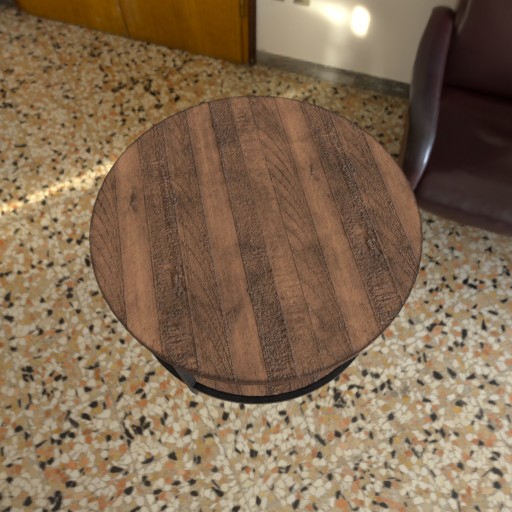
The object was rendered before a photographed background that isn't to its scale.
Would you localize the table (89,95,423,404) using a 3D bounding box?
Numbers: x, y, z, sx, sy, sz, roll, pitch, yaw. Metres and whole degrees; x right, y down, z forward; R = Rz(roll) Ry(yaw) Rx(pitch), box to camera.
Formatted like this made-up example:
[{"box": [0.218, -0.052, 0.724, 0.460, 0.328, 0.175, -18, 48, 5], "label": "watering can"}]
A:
[{"box": [0.000, 0.000, 1.334, 0.837, 0.462, 0.837, 0, 63, 0], "label": "table"}]
